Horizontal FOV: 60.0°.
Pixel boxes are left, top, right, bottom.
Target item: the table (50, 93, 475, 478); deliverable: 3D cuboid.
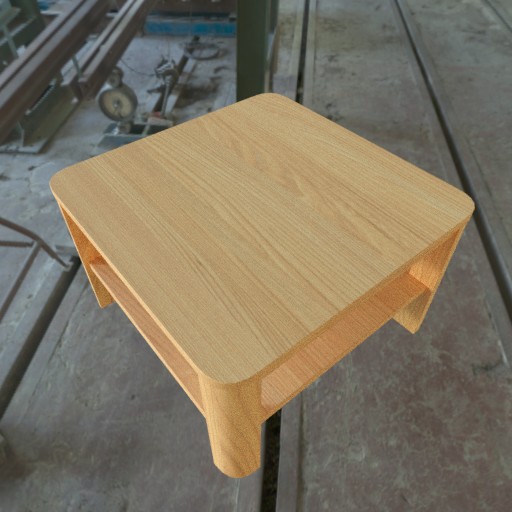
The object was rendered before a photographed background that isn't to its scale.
[{"bbox_3d":[0.000,0.000,1.213,0.750,0.450,0.750,-30,53,-26],"label":"table"}]
